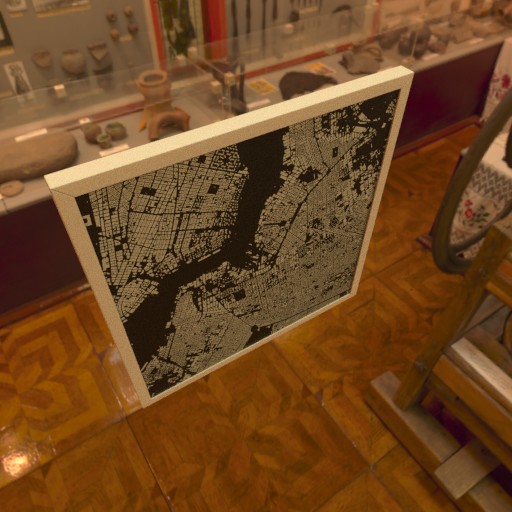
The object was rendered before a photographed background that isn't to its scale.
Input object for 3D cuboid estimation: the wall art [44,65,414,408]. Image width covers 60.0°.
[{"bbox_3d":[0.000,0.000,1.097,0.761,0.762,0.050,-24,51,-21],"label":"wall art"}]
